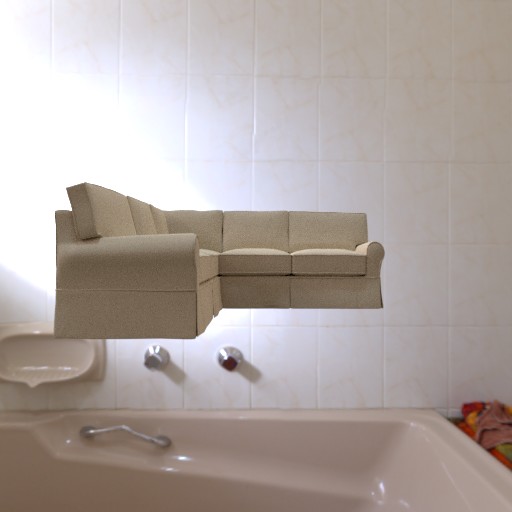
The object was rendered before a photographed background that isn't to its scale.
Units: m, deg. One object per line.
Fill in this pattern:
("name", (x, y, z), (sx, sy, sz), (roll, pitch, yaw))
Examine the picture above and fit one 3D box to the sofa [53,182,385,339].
("sofa", (0.000, 0.000, 4.095), (2.597, 1.070, 2.591), (0, 0, 0))
